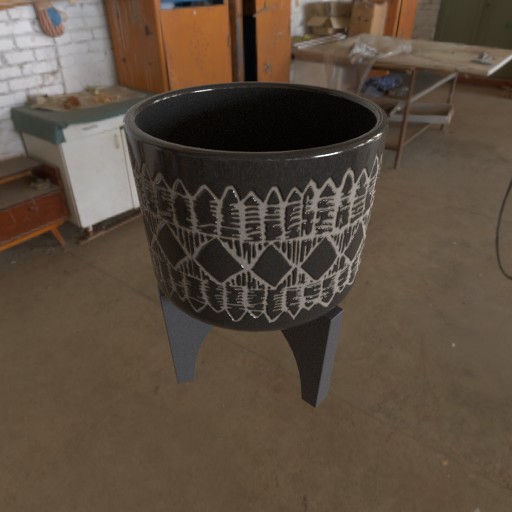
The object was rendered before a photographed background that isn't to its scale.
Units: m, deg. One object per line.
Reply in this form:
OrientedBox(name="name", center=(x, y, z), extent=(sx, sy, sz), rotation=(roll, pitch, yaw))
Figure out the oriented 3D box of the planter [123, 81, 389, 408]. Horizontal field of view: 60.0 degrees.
OrientedBox(name="planter", center=(0.000, 0.000, 0.406), extent=(0.196, 0.264, 0.196), rotation=(-10, 35, -15))
